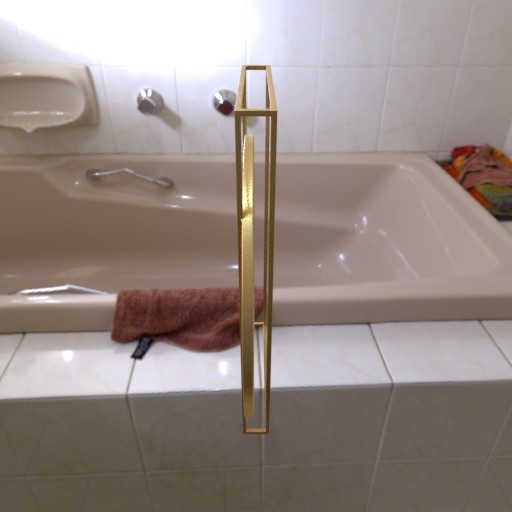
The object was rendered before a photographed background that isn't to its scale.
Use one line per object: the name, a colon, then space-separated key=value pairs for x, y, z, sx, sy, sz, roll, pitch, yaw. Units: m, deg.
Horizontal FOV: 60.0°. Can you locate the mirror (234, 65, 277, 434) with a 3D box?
mirror: x=0.000 y=0.000 z=0.814 sx=0.051 sy=0.603 sz=0.508 roll=0 pitch=32 yaw=0
